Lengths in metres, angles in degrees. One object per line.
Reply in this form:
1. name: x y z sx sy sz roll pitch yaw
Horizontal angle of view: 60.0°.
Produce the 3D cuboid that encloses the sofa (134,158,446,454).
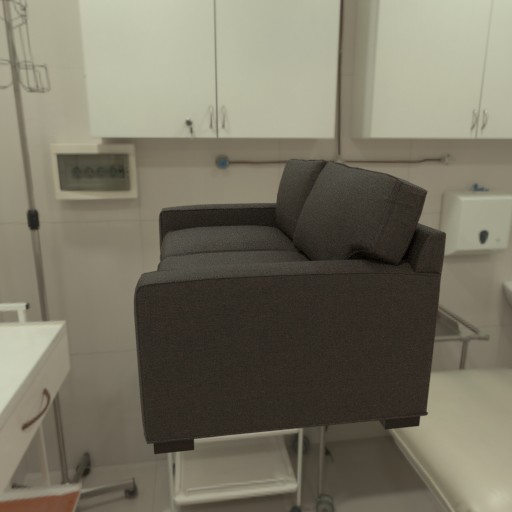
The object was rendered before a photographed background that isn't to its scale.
1. sofa: 0.000 0.000 2.097 0.974 0.887 1.534 -2 15 -9
